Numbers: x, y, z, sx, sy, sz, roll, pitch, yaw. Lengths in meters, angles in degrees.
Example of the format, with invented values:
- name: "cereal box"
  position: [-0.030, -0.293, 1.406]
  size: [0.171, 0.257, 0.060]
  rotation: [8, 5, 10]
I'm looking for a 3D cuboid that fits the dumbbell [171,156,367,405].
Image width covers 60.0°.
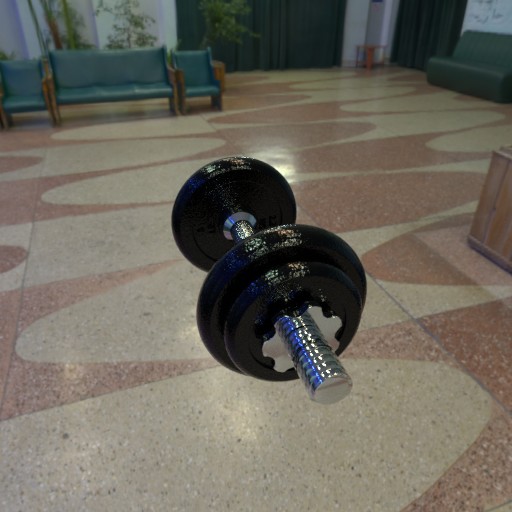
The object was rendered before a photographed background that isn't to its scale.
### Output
- name: "dumbbell"
  position: [0.000, 0.000, 0.605]
  size: [0.202, 0.202, 0.497]
  rotation: [-8, 32, -14]
